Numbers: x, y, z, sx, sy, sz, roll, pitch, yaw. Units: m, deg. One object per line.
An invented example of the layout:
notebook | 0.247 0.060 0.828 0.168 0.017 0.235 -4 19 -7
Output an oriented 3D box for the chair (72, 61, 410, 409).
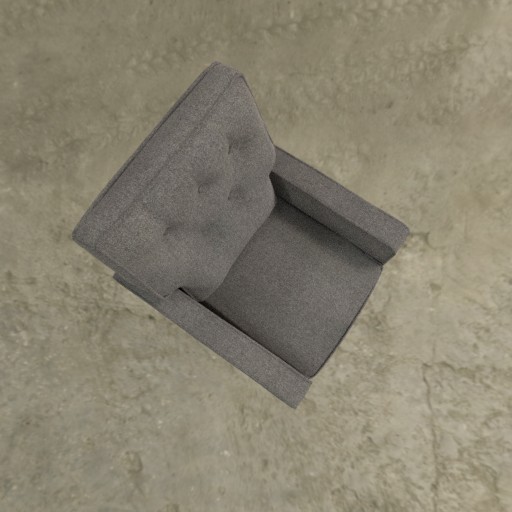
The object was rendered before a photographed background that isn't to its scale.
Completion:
chair | 0.000 0.000 1.439 0.775 0.889 0.650 34 78 8
